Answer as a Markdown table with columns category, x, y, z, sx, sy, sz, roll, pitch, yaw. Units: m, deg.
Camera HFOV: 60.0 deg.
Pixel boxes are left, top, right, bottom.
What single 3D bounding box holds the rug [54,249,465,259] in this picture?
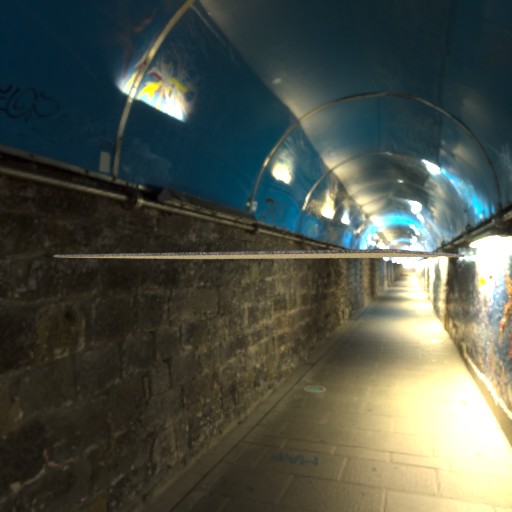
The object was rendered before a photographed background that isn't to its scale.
| category | x | y | z | sx | sy | sz | roll | pitch | yaw |
| --- | --- | --- | --- | --- | --- | --- | --- | --- | --- |
| rug | 0.000 | 0.000 | 2.238 | 1.752 | 0.013 | 1.158 | -1 | -1 | 35 |
